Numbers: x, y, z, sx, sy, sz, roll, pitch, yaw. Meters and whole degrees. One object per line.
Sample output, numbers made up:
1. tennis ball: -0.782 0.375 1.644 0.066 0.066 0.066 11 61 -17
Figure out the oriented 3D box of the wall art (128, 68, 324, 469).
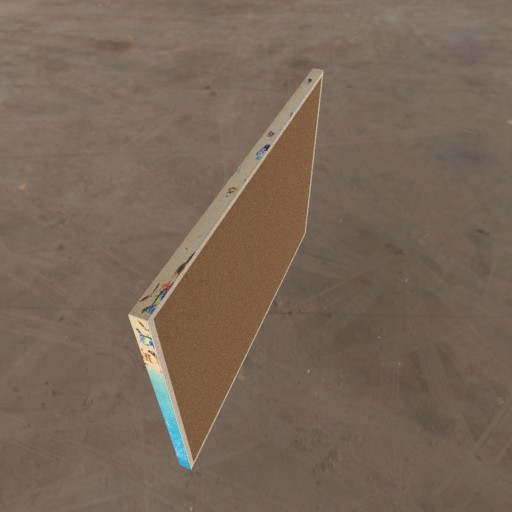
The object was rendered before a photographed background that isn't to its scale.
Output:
1. wall art: 0.000 0.000 1.441 0.040 0.769 1.136 16 48 15
